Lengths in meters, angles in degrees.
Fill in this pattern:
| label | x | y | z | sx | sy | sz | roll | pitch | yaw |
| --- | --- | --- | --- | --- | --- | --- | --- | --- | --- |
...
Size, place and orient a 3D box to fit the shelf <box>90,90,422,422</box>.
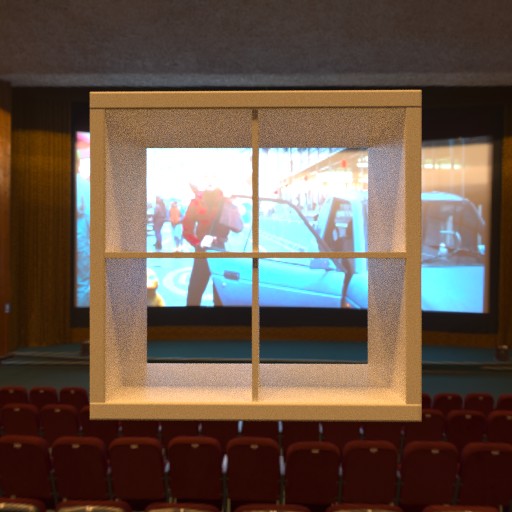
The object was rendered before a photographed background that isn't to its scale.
| label | x | y | z | sx | sy | sz | roll | pitch | yaw |
| --- | --- | --- | --- | --- | --- | --- | --- | --- | --- |
| shelf | 0.000 | 0.000 | 1.251 | 0.790 | 0.786 | 0.390 | 0 | 0 | 1 |
